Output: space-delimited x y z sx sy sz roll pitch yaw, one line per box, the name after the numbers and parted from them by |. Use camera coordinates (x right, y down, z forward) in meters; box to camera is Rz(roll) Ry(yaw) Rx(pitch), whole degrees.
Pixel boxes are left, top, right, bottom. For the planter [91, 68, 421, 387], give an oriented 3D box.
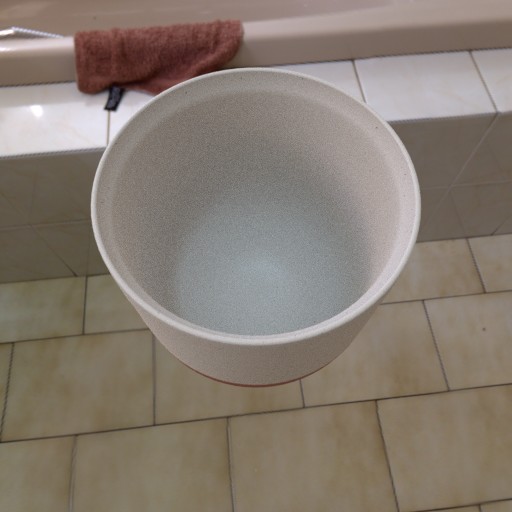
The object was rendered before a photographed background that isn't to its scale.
0.000 0.000 0.481 0.268 0.270 0.268 0 64 0 | planter
